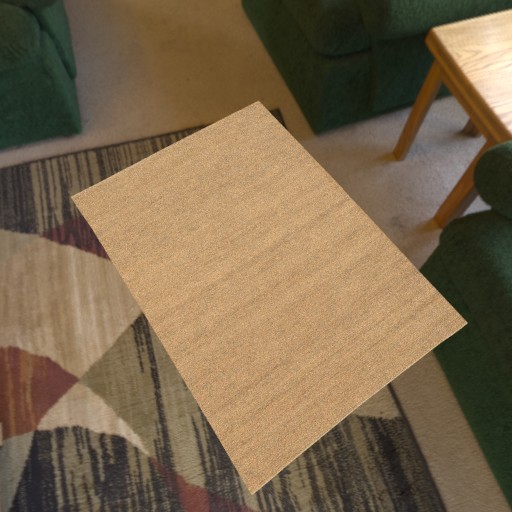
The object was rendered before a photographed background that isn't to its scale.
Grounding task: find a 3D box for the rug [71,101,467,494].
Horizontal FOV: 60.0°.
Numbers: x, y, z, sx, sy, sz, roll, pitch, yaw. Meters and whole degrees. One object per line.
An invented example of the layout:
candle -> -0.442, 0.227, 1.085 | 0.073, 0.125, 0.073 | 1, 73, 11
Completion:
rug -> 0.000, 0.000, 2.929 | 1.624, 0.030, 2.264 | -32, 68, -15
